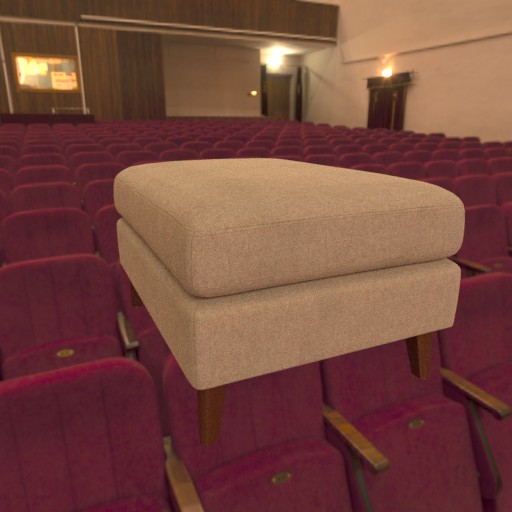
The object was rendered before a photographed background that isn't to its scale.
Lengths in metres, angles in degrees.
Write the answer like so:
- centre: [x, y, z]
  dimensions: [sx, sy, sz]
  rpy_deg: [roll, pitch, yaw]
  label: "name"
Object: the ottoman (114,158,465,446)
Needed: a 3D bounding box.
- centre: [0.000, 0.000, 1.190]
  dimensions: [0.610, 0.478, 0.823]
  rpy_deg: [-8, 18, -24]
  label: "ottoman"
